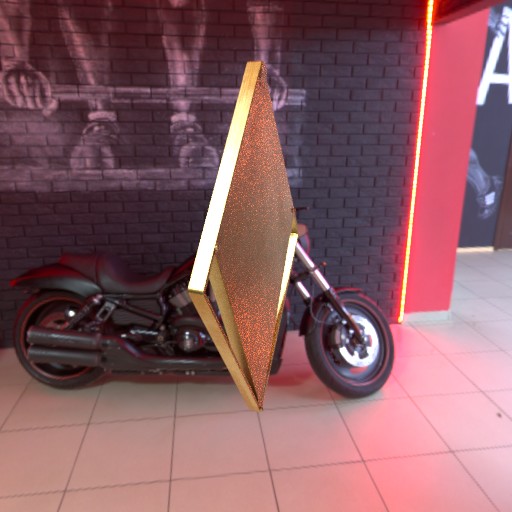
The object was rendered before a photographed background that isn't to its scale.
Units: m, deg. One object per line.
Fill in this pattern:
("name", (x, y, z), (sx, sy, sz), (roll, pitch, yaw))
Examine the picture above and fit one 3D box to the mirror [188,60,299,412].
("mirror", (0.000, 0.000, 0.836), (0.032, 0.679, 0.419), (7, 18, 24))
